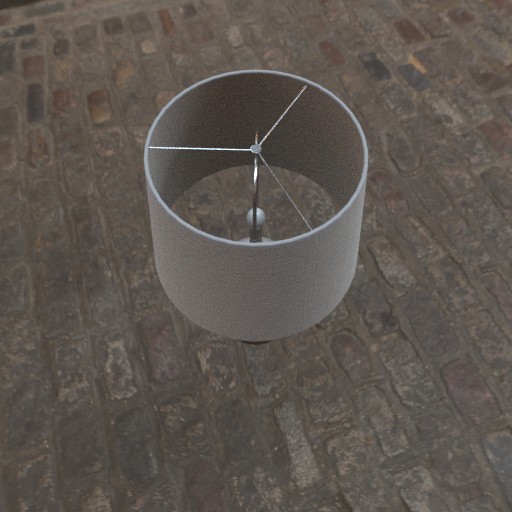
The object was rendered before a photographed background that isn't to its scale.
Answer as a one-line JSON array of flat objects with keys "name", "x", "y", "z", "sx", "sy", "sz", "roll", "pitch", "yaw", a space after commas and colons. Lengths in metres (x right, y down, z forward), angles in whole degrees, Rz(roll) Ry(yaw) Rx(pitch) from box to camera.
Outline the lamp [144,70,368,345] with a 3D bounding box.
[{"name": "lamp", "x": 0.000, "y": 0.000, "z": 0.663, "sx": 0.285, "sy": 0.483, "sz": 0.285, "roll": 0, "pitch": 63, "yaw": 0}]
